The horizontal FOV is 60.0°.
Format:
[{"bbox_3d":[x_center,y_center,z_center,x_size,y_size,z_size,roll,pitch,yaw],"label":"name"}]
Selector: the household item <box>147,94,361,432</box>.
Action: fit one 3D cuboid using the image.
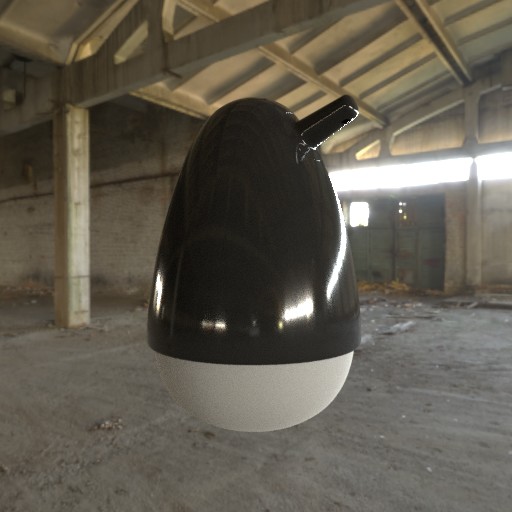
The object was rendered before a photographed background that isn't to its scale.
[{"bbox_3d":[0.000,0.000,0.216,0.104,0.152,0.102,0,0,36],"label":"household item"}]
